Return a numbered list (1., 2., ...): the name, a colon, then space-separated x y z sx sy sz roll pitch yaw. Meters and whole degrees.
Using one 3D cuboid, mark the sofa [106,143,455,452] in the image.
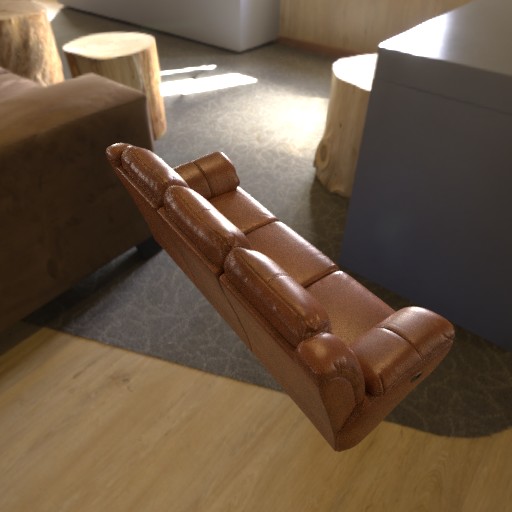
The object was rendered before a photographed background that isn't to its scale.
1. sofa: 0.000 0.000 2.838 0.991 1.043 2.337 -25 47 -26
